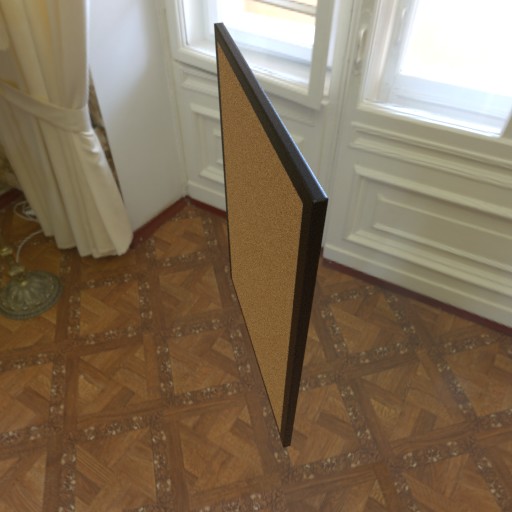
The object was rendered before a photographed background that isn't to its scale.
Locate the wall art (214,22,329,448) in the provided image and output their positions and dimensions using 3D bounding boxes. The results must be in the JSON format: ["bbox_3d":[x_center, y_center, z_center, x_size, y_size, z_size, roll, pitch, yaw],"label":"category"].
[{"bbox_3d":[0.000,0.000,0.830,0.016,0.657,0.480,-11,48,-10],"label":"wall art"}]
